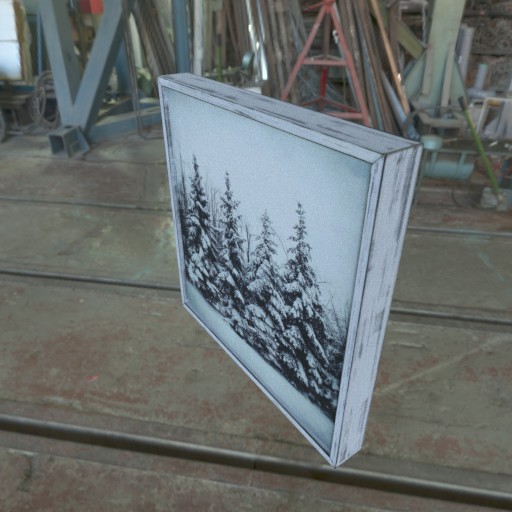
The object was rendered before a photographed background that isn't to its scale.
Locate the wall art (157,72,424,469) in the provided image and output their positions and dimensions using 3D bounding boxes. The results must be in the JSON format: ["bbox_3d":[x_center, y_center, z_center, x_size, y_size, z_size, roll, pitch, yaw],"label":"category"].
[{"bbox_3d":[0.000,0.000,0.448,0.036,0.303,0.303,-21,37,-30],"label":"wall art"}]
